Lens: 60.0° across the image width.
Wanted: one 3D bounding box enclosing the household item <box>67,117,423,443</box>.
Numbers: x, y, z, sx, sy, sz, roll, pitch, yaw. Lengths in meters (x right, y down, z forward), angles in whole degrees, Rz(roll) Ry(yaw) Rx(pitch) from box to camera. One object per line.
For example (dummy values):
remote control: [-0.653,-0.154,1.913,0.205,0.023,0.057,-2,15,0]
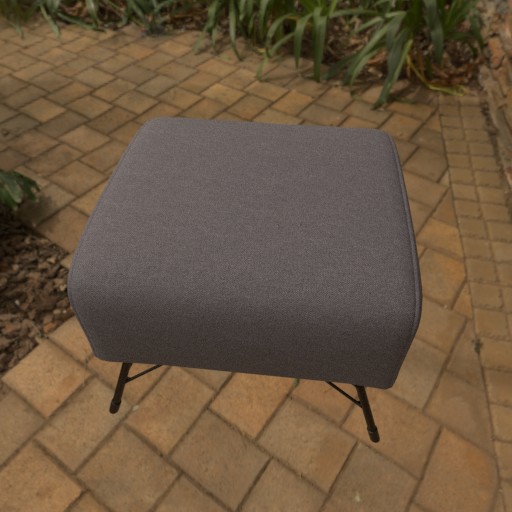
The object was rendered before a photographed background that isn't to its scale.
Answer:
household item: [0.000,0.000,0.887,0.530,0.410,0.530,5,47,4]
